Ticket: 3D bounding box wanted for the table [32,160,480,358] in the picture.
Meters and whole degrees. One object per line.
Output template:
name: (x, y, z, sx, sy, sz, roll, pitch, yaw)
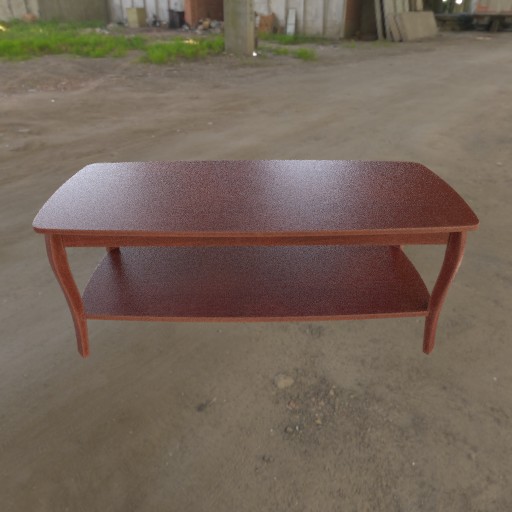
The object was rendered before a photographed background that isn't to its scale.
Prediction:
table: (0.000, 0.000, 1.478, 1.216, 0.473, 0.561, 0, 31, -1)
